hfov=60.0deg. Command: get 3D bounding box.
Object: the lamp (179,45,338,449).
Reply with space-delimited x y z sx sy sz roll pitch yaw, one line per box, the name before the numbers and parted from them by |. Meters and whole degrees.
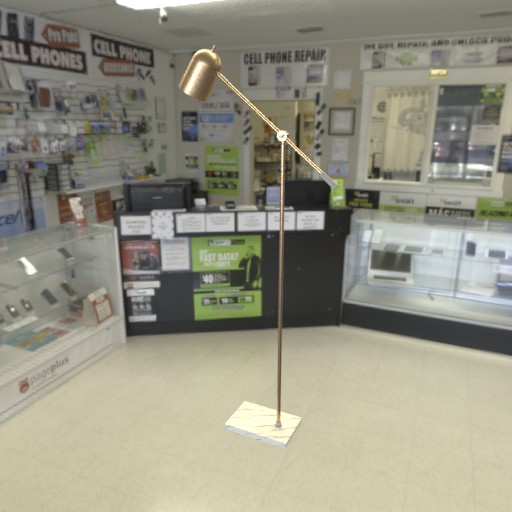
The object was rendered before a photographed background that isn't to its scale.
lamp | 0.000 0.000 1.804 0.653 1.594 0.194 8 18 25
